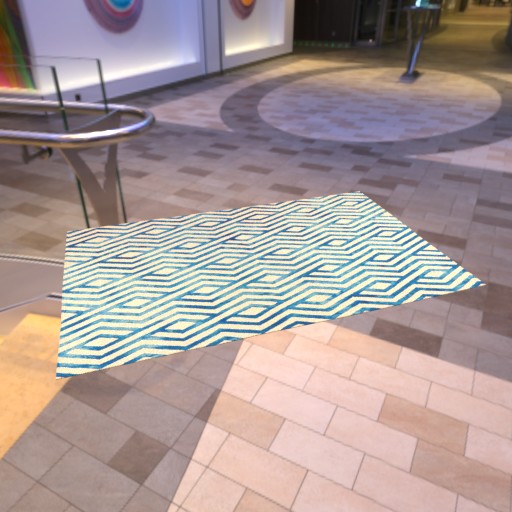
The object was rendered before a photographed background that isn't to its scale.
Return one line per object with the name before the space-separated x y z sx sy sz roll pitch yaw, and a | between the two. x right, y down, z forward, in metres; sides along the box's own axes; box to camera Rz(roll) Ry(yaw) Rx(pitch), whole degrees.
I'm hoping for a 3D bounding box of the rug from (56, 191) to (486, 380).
rug | 0.000 0.000 2.980 2.439 0.008 1.531 -10 32 -16
